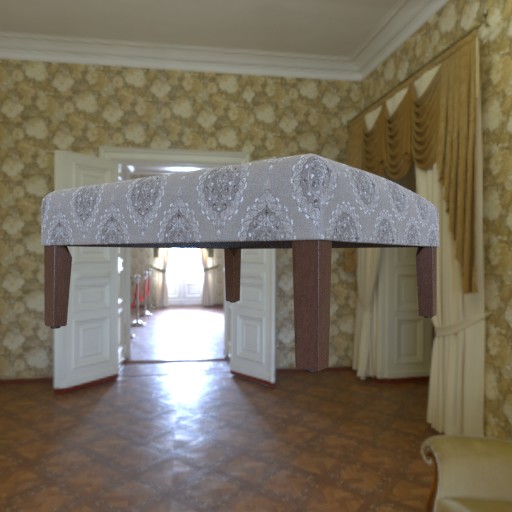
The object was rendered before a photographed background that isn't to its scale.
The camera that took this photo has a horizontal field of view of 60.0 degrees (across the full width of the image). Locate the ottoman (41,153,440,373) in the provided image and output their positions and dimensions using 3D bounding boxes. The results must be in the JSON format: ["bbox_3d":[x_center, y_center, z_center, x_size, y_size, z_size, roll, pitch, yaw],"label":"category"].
[{"bbox_3d":[0.000,0.000,1.372,0.889,0.411,0.890,0,0,35],"label":"ottoman"}]
